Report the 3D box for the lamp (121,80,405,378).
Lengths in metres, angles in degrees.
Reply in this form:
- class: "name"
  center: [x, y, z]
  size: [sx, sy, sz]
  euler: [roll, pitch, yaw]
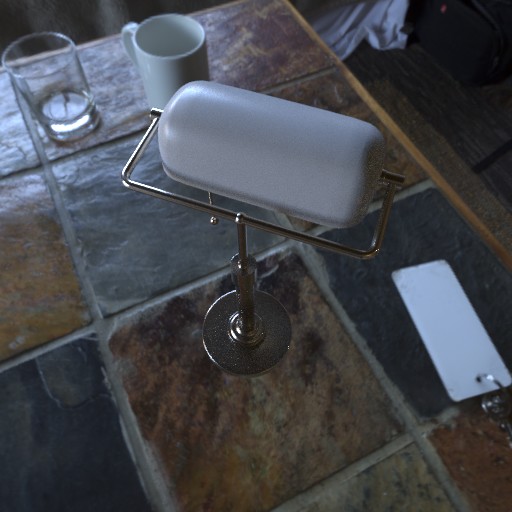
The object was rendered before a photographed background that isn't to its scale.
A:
- class: "lamp"
  center: [0.000, 0.000, 0.566]
  size: [0.269, 0.404, 0.227]
  euler: [18, 64, 9]
